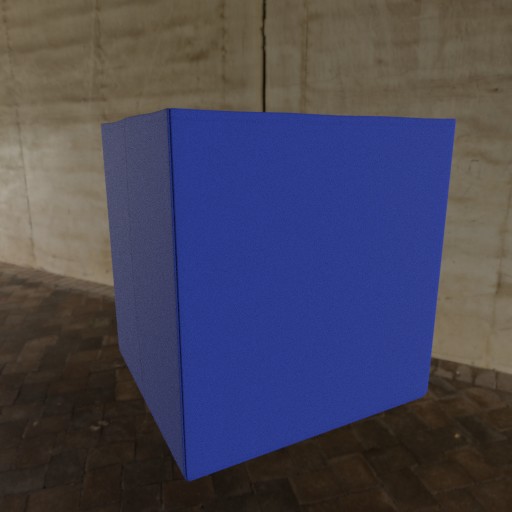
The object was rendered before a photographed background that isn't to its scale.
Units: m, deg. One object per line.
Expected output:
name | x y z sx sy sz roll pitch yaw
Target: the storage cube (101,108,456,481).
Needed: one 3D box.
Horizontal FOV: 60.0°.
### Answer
storage cube | 0.000 0.000 0.482 0.270 0.280 0.270 -7 16 -27
